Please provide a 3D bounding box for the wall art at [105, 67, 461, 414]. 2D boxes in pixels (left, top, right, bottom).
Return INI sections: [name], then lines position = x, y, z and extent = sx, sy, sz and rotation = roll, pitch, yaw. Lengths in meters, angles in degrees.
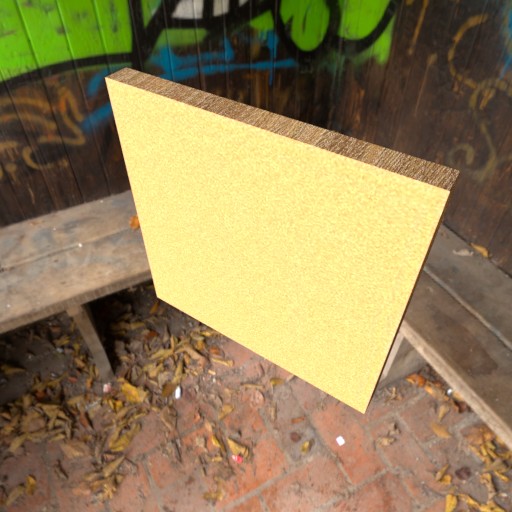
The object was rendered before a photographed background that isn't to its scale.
[wall art]
position = 0.000, 0.000, 0.597
extent = 0.406, 0.403, 0.039
rotation = 25, 50, 23
